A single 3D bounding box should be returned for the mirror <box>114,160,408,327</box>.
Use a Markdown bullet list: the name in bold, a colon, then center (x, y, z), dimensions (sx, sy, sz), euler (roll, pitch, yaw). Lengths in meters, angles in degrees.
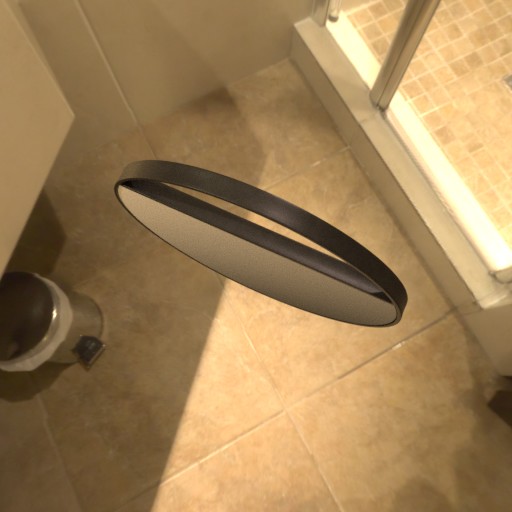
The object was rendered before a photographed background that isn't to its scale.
- **mirror**: center (0.000, 0.000, 0.841), dimensions (0.565, 0.565, 0.032), euler (24, 76, 6)
